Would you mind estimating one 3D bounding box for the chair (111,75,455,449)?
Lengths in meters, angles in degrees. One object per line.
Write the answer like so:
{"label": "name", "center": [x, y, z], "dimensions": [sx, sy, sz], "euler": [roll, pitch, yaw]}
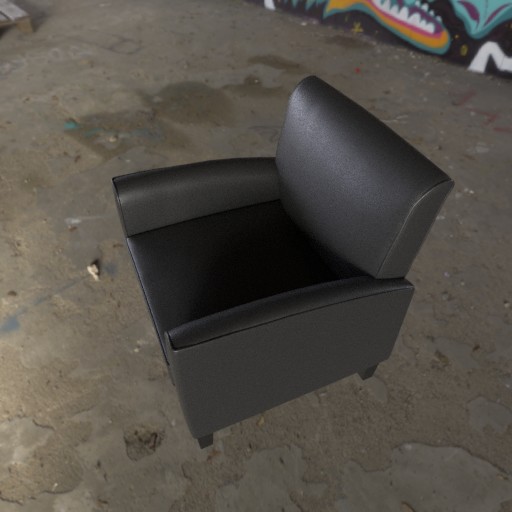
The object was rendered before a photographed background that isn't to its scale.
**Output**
{"label": "chair", "center": [0.000, 0.000, 1.572], "dimensions": [0.819, 0.916, 0.820], "euler": [-17, 47, -17]}
